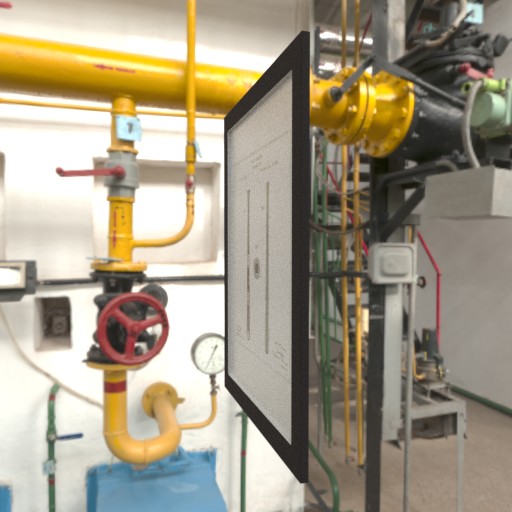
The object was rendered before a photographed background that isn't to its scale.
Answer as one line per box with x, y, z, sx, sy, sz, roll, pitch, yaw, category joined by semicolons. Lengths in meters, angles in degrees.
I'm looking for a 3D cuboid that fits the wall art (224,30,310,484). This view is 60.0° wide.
0.000;0.000;0.695;0.012;0.529;0.374;-1;2;-18;wall art
